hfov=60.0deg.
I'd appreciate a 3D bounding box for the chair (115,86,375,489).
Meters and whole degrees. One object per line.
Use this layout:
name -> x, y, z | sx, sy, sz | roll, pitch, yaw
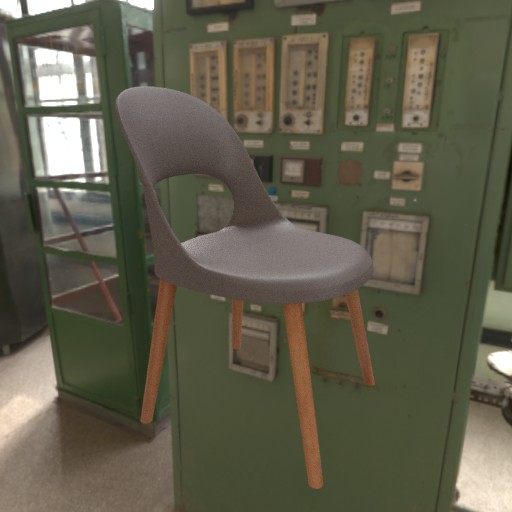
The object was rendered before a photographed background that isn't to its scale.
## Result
chair -> 0.000, 0.000, 1.083 | 0.556, 0.794, 0.470 | 8, 18, 27
